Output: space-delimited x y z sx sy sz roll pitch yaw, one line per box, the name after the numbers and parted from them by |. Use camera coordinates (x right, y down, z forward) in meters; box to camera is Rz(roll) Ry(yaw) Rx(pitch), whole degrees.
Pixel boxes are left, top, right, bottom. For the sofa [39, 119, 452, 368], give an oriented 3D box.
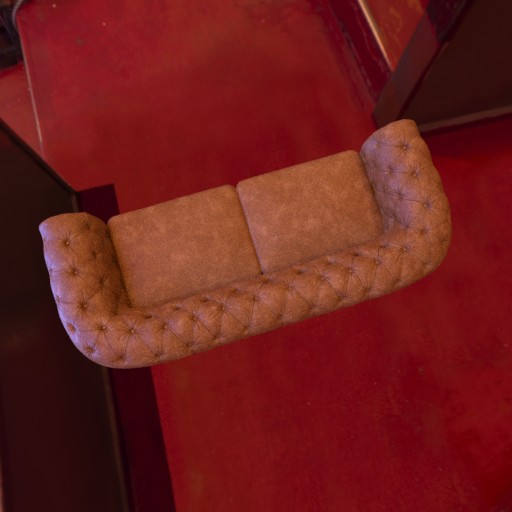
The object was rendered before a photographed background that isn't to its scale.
0.000 0.000 2.808 2.365 0.760 0.989 -16 75 -4 | sofa
